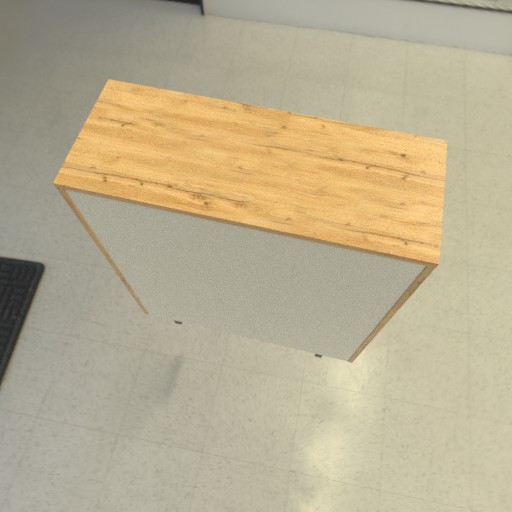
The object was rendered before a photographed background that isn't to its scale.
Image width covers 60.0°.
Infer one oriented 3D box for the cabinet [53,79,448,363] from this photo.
[{"bbox_3d":[0.000,0.000,2.026,1.168,1.397,0.473,12,65,6],"label":"cabinet"}]
